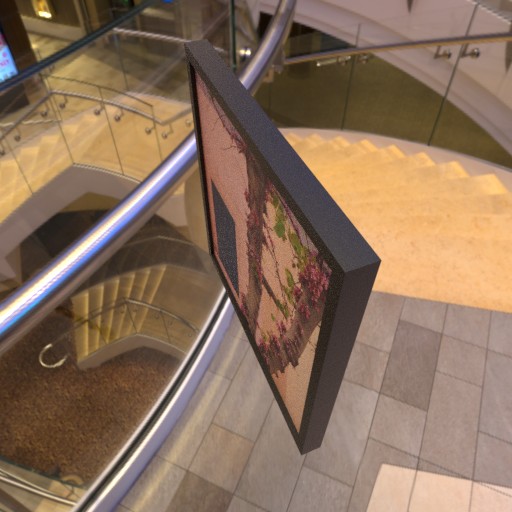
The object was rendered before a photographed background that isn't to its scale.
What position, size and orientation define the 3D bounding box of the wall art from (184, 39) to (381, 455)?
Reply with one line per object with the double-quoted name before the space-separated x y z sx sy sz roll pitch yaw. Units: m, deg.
"wall art" 0.000 0.000 0.744 0.038 0.508 0.508 -17 51 -15
